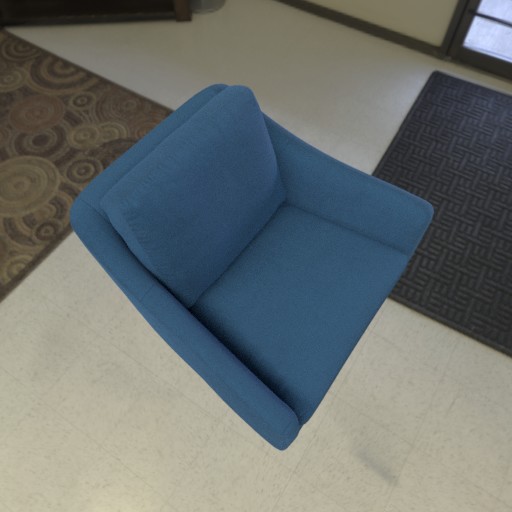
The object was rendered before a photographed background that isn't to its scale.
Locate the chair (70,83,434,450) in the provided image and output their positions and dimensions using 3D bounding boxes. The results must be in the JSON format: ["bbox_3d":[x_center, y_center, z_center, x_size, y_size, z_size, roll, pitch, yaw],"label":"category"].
[{"bbox_3d":[0.000,0.000,1.674,0.961,0.899,0.987,32,64,18],"label":"chair"}]
